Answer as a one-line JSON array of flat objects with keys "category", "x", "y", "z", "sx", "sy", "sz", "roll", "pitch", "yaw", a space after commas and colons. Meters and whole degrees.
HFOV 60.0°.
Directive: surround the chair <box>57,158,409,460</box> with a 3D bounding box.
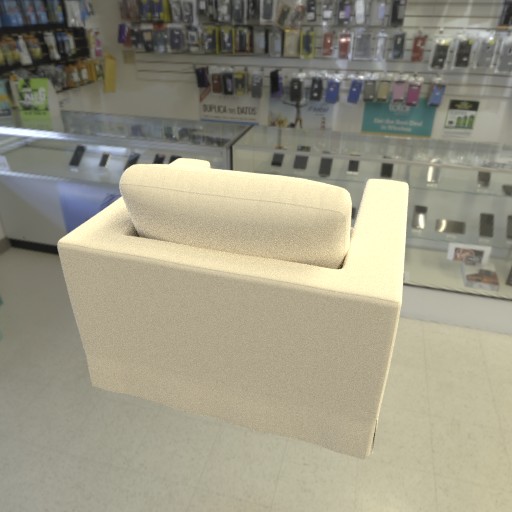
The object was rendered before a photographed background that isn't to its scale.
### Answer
[{"category": "chair", "x": 0.000, "y": 0.000, "z": 1.811, "sx": 1.150, "sy": 0.878, "sz": 0.957, "roll": 9, "pitch": 32, "yaw": 15}]
